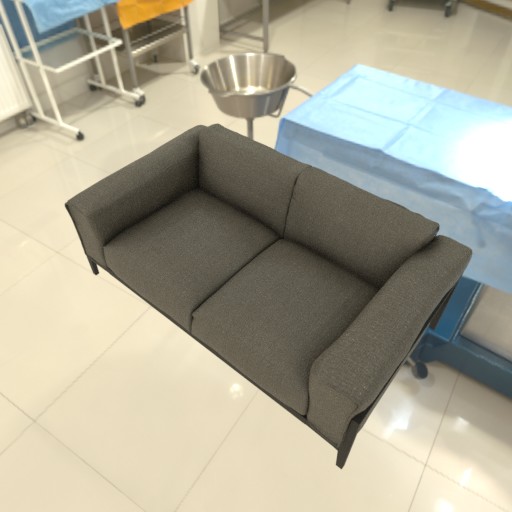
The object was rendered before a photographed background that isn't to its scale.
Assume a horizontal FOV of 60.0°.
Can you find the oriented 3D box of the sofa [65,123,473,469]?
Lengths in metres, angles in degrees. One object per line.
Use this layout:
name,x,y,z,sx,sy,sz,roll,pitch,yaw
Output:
sofa,0.000,0.000,2.186,1.690,0.656,0.960,31,53,26
